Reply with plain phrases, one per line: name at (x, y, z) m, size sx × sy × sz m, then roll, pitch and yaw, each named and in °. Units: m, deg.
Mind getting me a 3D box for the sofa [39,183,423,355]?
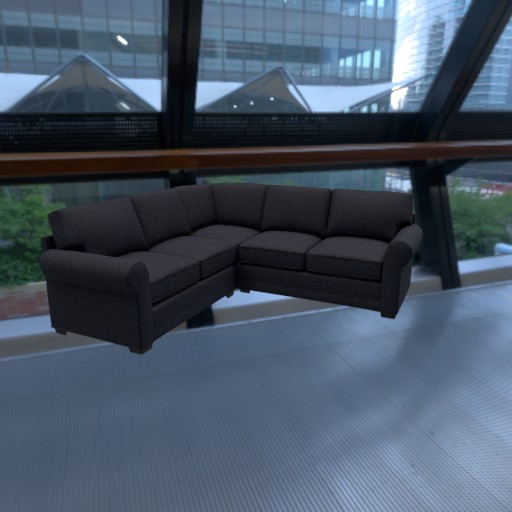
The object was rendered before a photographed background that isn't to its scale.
sofa at (0.000, 0.000, 3.920) m, size 2.562 × 1.042 × 2.487 m, roll 7°, pitch 16°, yaw 25°
